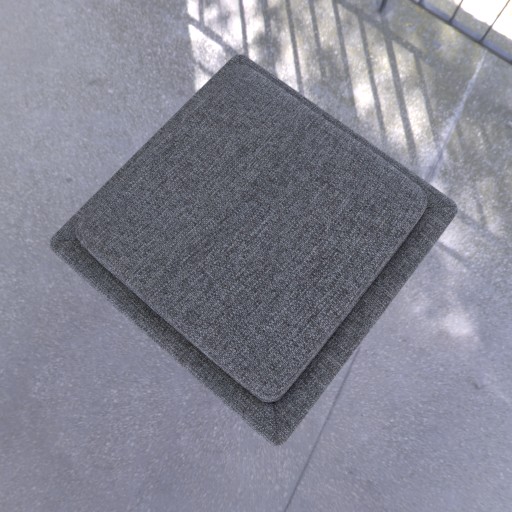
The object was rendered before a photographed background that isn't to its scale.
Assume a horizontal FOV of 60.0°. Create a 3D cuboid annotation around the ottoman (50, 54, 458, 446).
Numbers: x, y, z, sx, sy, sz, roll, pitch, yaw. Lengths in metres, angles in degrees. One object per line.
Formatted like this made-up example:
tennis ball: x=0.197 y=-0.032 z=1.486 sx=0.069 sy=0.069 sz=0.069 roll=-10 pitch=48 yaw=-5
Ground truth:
ottoman: x=0.000 y=0.000 z=0.829 sx=0.450 sy=0.460 sz=0.450 roll=38 pitch=78 yaw=10
